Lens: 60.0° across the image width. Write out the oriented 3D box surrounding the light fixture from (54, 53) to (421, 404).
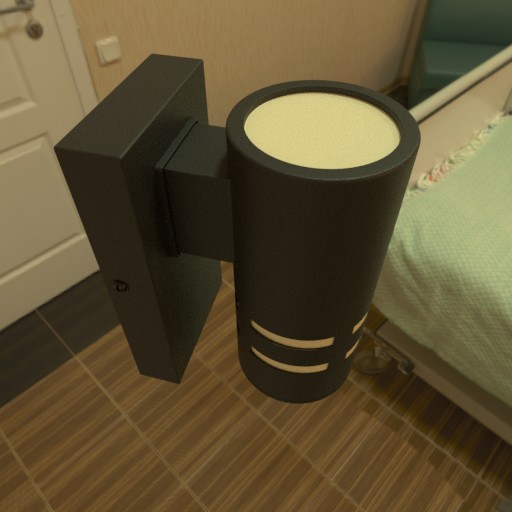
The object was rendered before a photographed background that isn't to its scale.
[{"bbox_3d":[0.000,0.000,0.255,0.138,0.179,0.098,11,48,10],"label":"light fixture"}]
